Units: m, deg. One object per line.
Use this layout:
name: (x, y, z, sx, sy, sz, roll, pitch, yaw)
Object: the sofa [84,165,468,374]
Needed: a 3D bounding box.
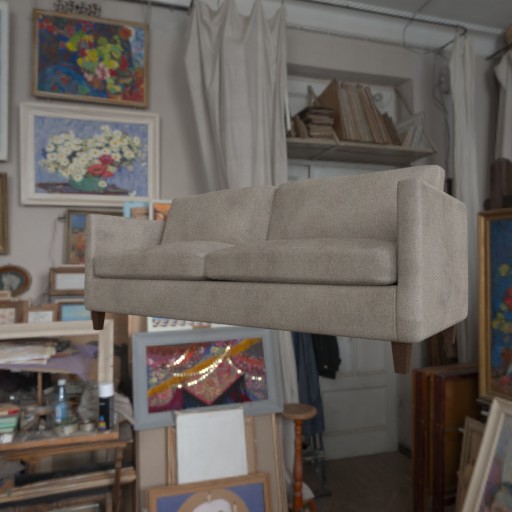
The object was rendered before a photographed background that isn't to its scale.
sofa: (0.000, 0.000, 2.686, 2.208, 0.965, 0.951, -1, -1, 36)
